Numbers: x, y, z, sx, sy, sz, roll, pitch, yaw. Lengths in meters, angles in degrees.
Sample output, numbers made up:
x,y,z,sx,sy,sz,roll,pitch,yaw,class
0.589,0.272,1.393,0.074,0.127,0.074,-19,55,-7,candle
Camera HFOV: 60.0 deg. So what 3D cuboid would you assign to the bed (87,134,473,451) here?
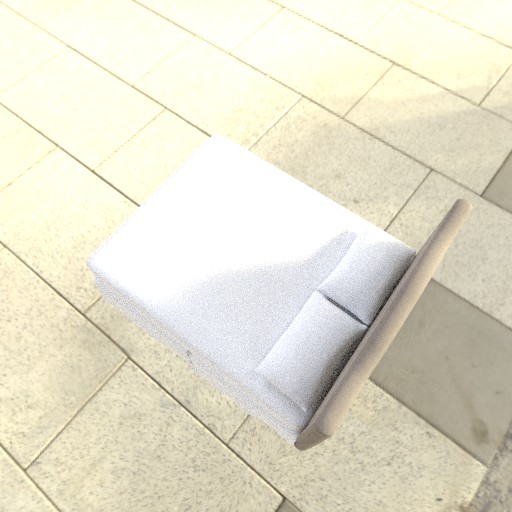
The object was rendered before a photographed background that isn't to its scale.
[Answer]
x,y,z,sx,sy,sz,roll,pitch,yaw,class
0.000,0.000,3.287,2.128,1.441,1.744,34,69,15,bed
